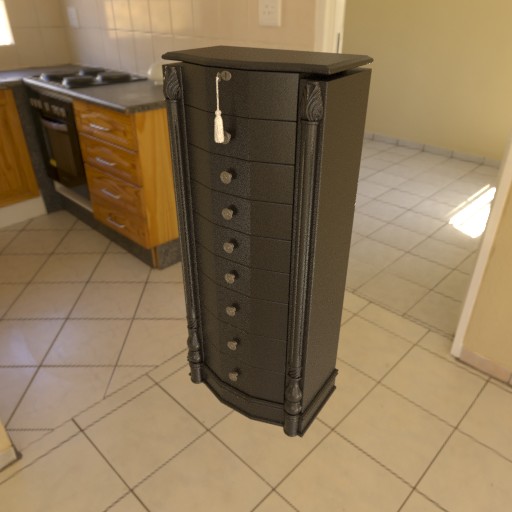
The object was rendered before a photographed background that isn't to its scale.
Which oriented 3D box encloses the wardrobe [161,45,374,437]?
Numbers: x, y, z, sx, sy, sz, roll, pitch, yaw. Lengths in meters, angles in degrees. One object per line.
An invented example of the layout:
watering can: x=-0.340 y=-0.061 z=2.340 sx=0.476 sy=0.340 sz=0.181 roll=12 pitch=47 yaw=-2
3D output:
wardrobe: x=0.000 y=0.000 z=1.218 sx=0.444 sy=1.011 sz=0.295 roll=19 pitch=35 yaw=29
